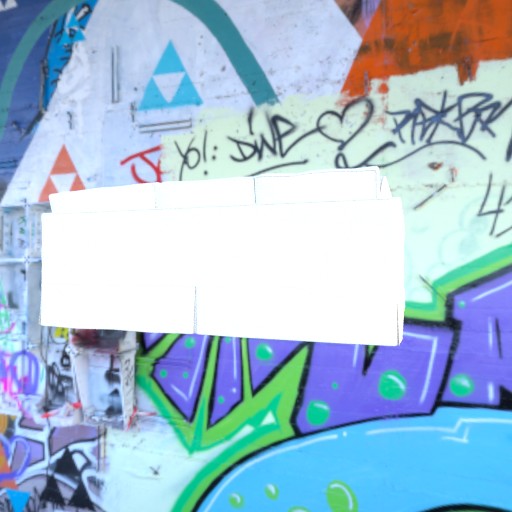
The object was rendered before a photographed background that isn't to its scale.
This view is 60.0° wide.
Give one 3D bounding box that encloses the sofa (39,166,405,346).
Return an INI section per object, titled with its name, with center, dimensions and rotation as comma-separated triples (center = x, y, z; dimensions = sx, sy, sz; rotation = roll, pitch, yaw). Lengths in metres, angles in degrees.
[sofa]
center = 0.000, 0.000, 4.105
dimensions = 2.597, 1.070, 2.591
rotation = 0, -1, 19
